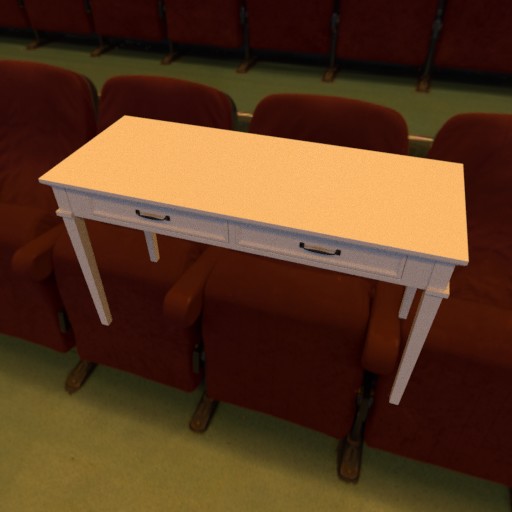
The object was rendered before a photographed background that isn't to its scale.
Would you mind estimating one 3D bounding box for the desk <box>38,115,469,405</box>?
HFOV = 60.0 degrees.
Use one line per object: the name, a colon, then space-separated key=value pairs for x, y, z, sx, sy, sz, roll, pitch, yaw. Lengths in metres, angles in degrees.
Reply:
desk: x=0.000 y=0.000 z=1.792 sx=1.372 sy=0.774 sz=0.559 roll=12 pitch=42 yaw=14
